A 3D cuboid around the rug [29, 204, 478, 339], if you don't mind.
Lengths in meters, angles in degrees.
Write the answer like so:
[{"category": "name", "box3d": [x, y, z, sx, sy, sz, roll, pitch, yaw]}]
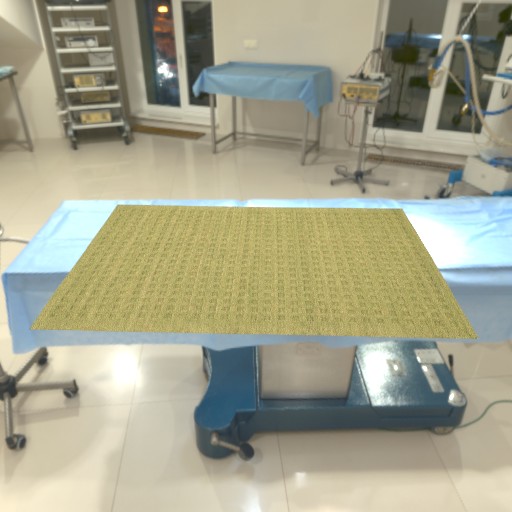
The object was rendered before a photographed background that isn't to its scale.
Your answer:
[{"category": "rug", "box3d": [0.000, 0.000, 2.905, 2.297, 0.007, 1.529, 1, 31, 2]}]
